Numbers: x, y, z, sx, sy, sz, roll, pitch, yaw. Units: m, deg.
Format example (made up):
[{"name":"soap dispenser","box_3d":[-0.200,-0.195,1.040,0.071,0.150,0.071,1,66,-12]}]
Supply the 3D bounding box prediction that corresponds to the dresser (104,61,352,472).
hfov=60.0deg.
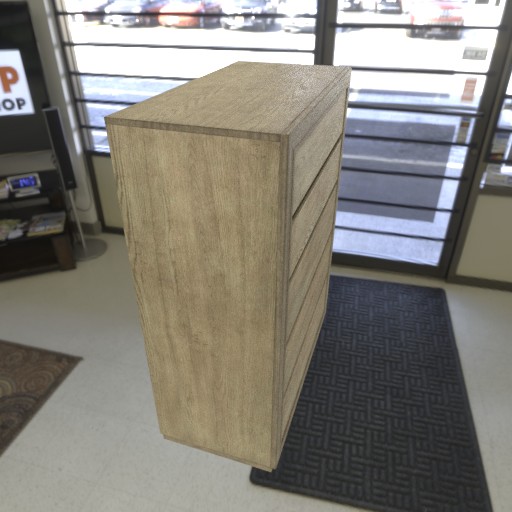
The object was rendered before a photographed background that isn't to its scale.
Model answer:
[{"name":"dresser","box_3d":[0.000,0.000,1.779,0.483,1.295,0.967,10,33,16]}]
